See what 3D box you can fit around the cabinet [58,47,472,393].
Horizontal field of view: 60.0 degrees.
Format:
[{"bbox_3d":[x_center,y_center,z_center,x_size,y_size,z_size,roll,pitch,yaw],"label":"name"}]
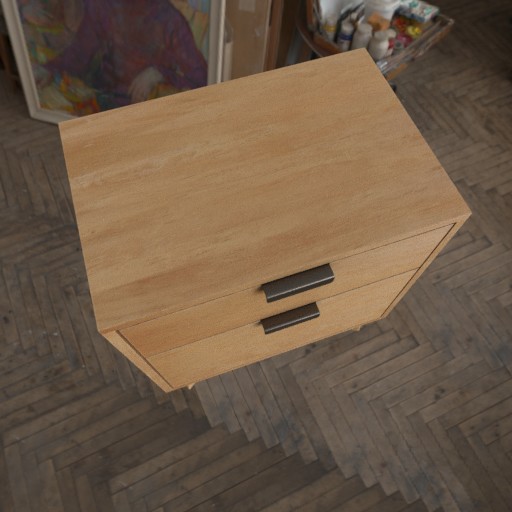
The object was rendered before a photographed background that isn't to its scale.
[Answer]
[{"bbox_3d":[0.000,0.000,0.953,0.551,0.599,0.394,-17,65,-8],"label":"cabinet"}]
